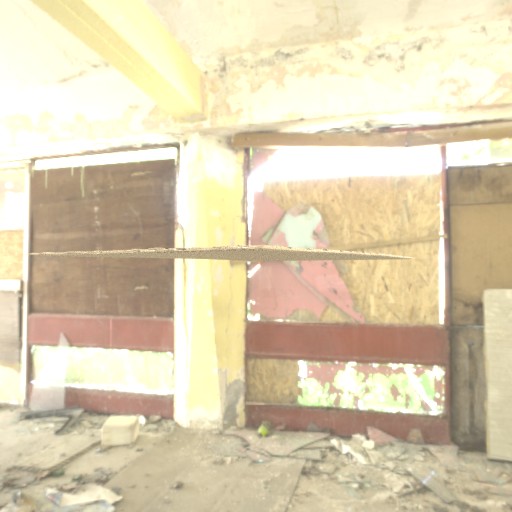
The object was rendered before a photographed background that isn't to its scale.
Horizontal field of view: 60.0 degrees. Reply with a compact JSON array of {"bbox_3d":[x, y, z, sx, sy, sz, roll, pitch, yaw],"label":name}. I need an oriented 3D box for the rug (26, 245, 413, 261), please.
[{"bbox_3d":[0.000,0.000,3.242,1.664,0.029,2.615,-1,-2,35],"label":"rug"}]
